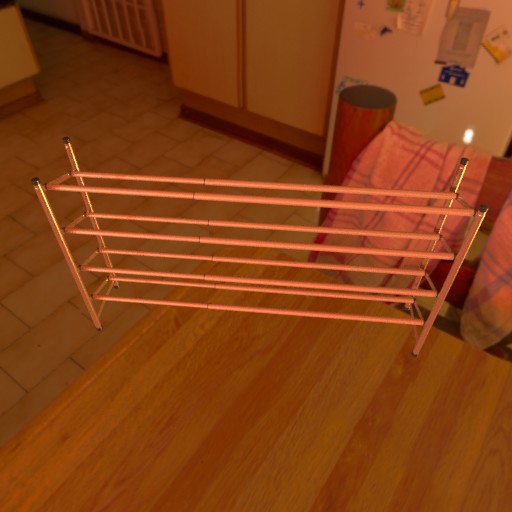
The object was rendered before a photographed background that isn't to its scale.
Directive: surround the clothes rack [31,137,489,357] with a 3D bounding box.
[{"bbox_3d":[0.000,0.000,1.434,1.168,0.672,0.229,4,46,4],"label":"clothes rack"}]
